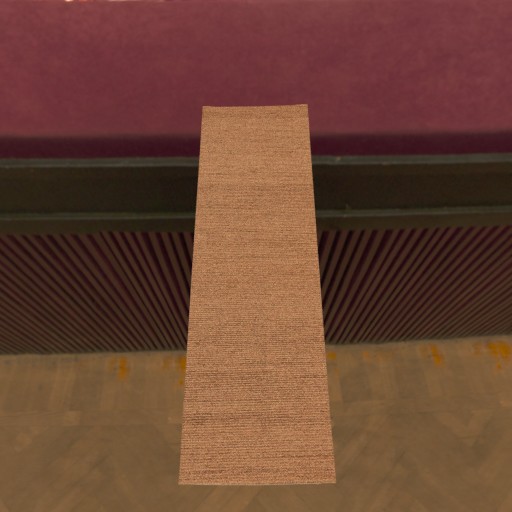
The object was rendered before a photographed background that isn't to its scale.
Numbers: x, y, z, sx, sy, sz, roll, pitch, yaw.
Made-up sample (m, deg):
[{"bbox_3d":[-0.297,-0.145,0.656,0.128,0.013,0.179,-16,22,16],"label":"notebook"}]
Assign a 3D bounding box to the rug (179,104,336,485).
[{"bbox_3d":[0.000,0.000,2.602,0.741,0.014,2.390,0,64,0],"label":"rug"}]
